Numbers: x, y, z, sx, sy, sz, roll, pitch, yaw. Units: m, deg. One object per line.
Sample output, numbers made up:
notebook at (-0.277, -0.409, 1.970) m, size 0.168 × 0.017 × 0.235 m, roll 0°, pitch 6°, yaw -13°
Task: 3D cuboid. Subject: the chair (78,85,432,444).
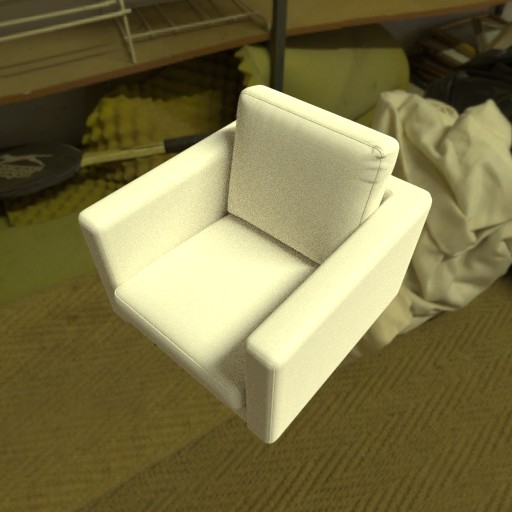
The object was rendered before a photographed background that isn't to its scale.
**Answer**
chair at (0.000, 0.000, 1.590) m, size 0.831 × 0.899 × 0.879 m, roll 32°, pitch 55°, yaw 26°
